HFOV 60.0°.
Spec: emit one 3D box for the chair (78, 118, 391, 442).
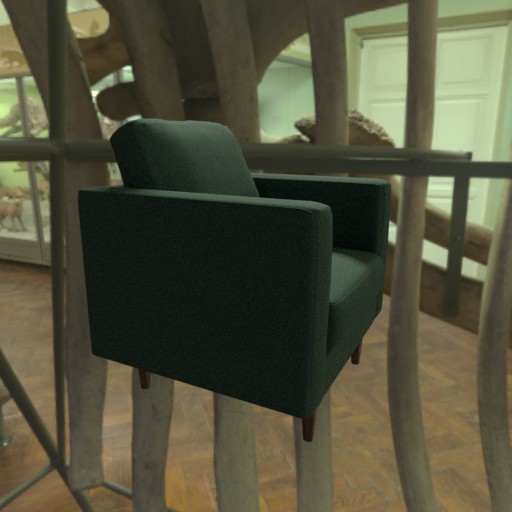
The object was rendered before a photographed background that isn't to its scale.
[{"bbox_3d":[0.000,0.000,1.564,0.800,0.927,0.855,7,16,26],"label":"chair"}]
